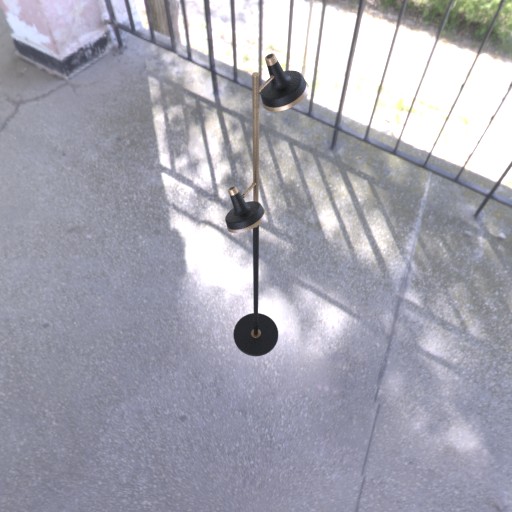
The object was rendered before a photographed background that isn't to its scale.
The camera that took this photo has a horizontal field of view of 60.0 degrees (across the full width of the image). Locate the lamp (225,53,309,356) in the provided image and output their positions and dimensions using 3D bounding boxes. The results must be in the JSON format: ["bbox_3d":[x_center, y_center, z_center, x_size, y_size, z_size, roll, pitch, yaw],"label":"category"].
[{"bbox_3d":[0.000,0.000,1.792,0.253,1.674,0.351,29,62,17],"label":"lamp"}]
